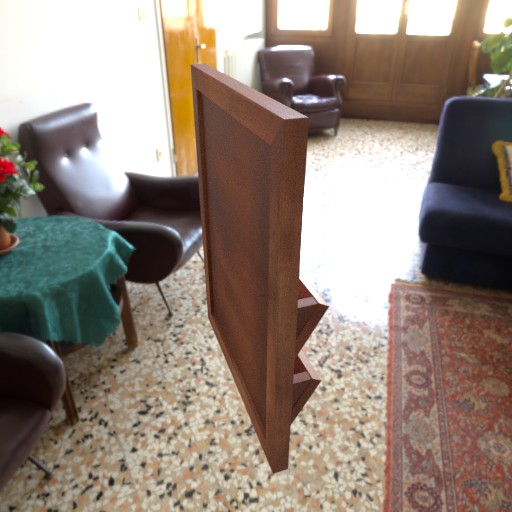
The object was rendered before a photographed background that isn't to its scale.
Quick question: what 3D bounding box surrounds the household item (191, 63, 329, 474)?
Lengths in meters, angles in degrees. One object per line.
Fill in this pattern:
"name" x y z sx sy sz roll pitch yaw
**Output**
"household item" 0.000 0.000 0.550 0.067 0.407 0.310 -10 32 -17
